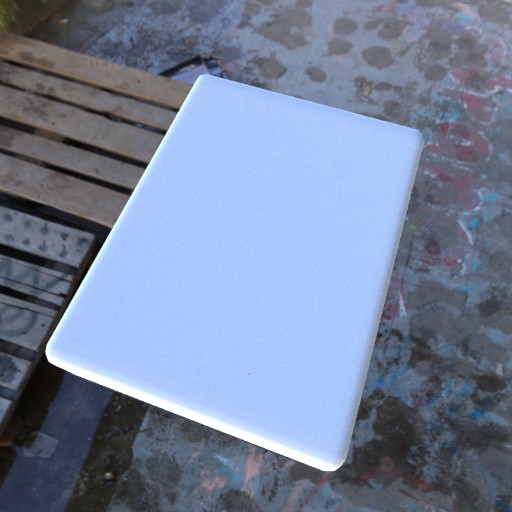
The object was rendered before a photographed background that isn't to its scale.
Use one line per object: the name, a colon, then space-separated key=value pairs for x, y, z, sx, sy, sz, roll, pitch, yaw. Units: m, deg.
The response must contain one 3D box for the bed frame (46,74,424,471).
bed frame: x=0.000 y=0.000 z=2.740 sx=1.528 sy=0.677 sz=2.037 roll=18 pitch=66 yaw=8
